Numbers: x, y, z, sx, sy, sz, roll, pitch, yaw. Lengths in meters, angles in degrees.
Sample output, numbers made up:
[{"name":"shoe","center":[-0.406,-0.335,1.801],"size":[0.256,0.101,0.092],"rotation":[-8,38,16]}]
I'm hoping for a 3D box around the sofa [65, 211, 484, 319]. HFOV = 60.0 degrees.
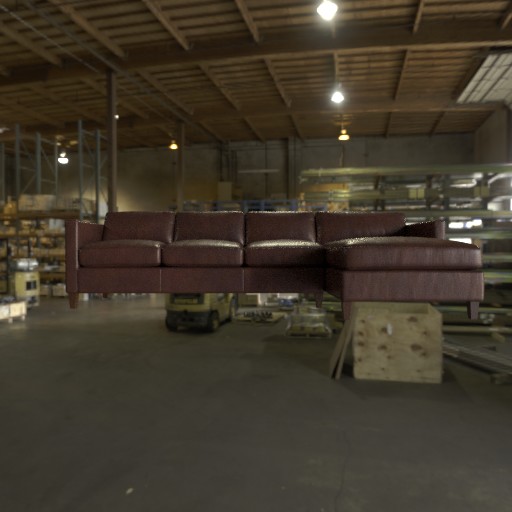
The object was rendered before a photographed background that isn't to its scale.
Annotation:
[{"name":"sofa","center":[0.000,0.000,3.854],"size":[3.203,0.883,1.581],"rotation":[0,1,-1]}]
